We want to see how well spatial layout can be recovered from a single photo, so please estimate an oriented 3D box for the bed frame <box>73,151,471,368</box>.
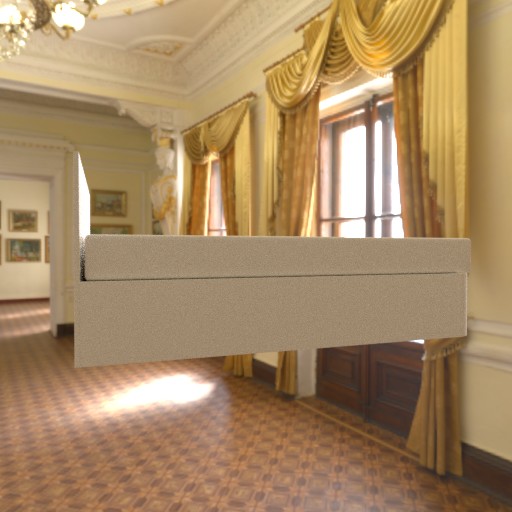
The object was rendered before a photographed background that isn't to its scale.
[{"bbox_3d":[0.000,0.000,2.604,1.900,0.800,1.400,0,1,-19],"label":"bed frame"}]
